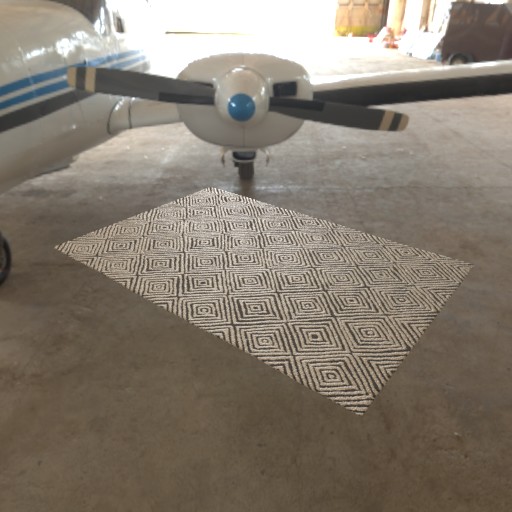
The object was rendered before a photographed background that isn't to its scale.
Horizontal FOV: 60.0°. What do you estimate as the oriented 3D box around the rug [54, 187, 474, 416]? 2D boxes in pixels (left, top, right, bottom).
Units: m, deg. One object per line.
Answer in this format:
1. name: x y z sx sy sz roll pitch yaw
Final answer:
1. rug: 0.000 0.000 2.208 1.750 0.004 1.177 21 35 33
